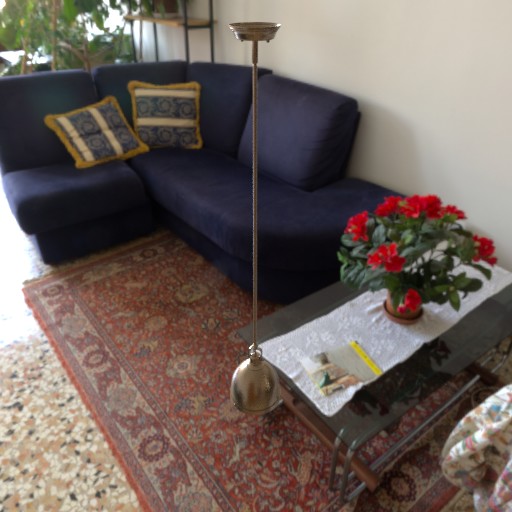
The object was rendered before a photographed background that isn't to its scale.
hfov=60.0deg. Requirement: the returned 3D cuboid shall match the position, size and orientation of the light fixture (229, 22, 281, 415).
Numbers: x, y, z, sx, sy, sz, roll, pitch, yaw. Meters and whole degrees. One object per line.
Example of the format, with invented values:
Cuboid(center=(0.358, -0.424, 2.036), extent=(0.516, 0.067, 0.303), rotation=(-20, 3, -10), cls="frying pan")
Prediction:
Cuboid(center=(0.000, 0.000, 1.472), extent=(0.217, 1.367, 0.211), rotation=(9, 34, 14), cls="light fixture")
